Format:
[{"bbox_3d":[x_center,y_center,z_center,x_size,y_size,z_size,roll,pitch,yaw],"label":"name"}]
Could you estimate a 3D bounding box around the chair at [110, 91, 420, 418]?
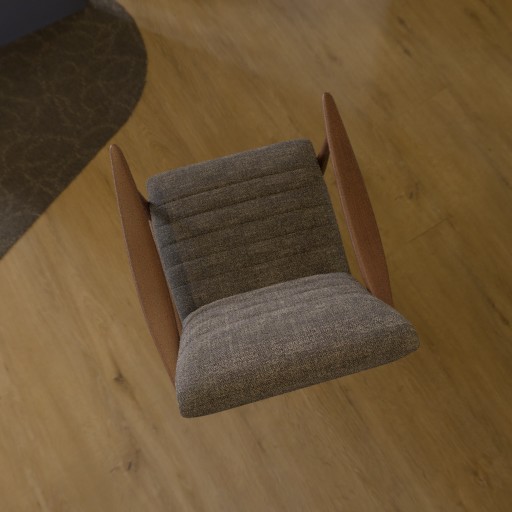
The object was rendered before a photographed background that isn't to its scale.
[{"bbox_3d":[0.000,0.000,1.431,0.741,0.832,0.798,-15,77,-3],"label":"chair"}]
